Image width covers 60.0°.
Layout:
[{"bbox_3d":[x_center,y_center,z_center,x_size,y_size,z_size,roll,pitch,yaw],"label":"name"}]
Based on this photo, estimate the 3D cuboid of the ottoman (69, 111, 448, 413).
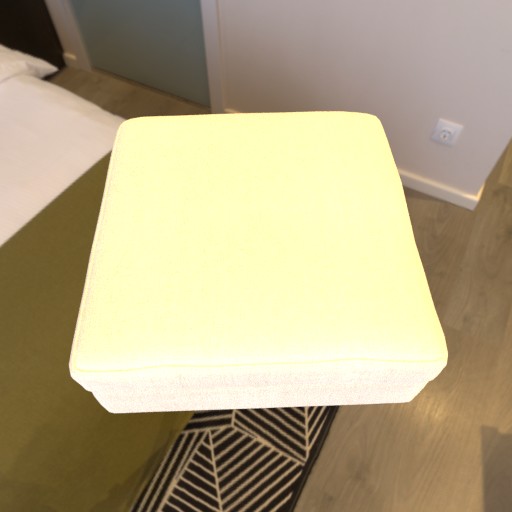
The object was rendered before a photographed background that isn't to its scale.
[{"bbox_3d":[0.000,0.000,1.312,0.838,0.478,0.838,-2,56,-1],"label":"ottoman"}]
